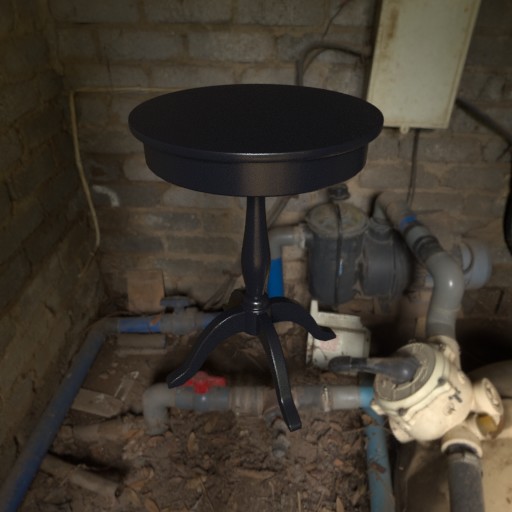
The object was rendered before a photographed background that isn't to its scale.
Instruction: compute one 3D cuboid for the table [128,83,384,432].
[{"bbox_3d":[0.000,0.000,1.027,0.481,0.665,0.481,0,33,0],"label":"table"}]
